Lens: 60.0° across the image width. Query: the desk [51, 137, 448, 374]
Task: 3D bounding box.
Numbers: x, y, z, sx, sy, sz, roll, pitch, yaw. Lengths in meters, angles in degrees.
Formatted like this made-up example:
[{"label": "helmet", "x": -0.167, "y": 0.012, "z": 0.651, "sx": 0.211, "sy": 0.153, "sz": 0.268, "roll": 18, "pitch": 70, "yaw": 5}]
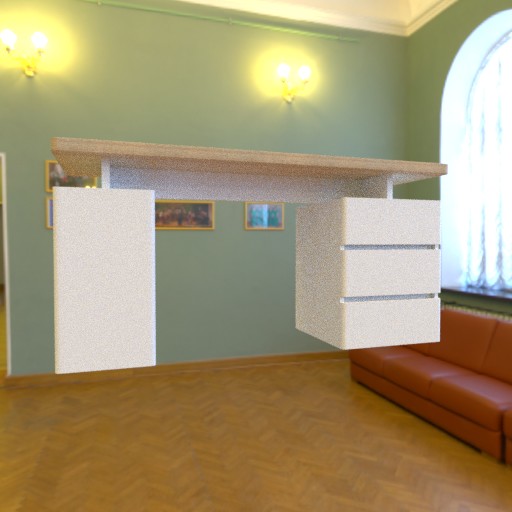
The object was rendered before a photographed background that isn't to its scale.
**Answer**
[{"label": "desk", "x": 0.000, "y": 0.000, "z": 1.852, "sx": 1.500, "sy": 0.755, "sz": 0.550, "roll": -1, "pitch": 2, "yaw": -18}]
